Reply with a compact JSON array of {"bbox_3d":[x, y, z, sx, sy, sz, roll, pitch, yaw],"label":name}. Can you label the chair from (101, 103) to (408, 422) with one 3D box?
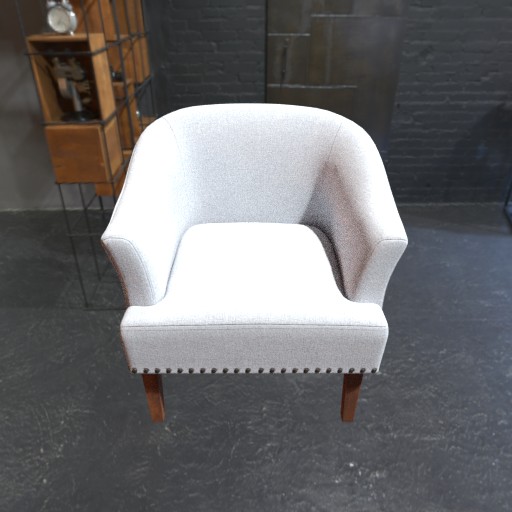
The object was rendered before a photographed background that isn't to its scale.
[{"bbox_3d":[0.000,0.000,1.425,0.798,0.815,0.704,0,30,0],"label":"chair"}]
